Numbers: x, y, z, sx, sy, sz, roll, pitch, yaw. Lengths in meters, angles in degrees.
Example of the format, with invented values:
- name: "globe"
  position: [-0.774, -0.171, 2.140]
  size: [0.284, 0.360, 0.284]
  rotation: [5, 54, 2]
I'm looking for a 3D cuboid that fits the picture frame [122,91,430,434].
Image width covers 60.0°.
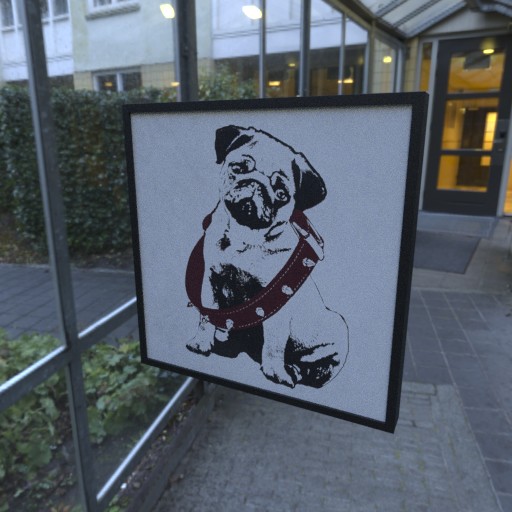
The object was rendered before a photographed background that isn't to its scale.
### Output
- name: "picture frame"
  position: [0.000, 0.000, 0.476]
  size: [0.317, 0.317, 0.030]
  rotation: [7, 17, 26]
